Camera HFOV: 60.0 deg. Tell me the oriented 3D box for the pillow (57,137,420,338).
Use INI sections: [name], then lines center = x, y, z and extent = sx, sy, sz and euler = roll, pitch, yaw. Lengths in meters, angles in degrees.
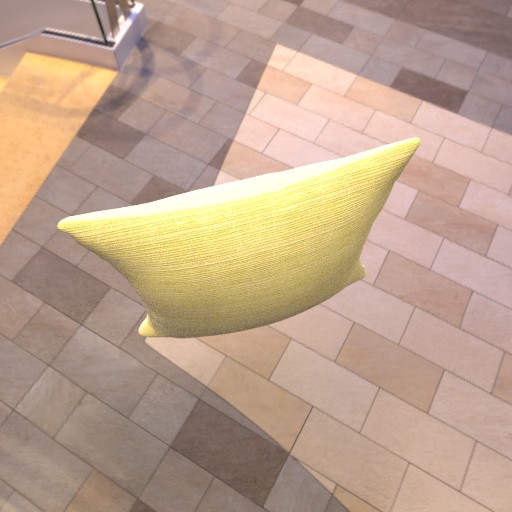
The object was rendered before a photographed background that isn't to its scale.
[pillow]
center = 0.000, 0.000, 0.842
extent = 0.560, 0.487, 0.229
euler = -14, 63, -7
